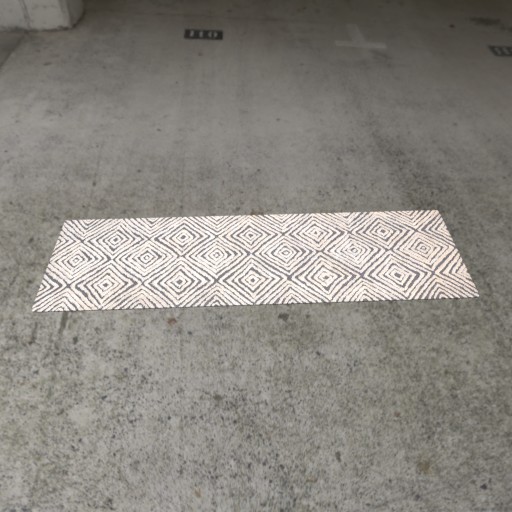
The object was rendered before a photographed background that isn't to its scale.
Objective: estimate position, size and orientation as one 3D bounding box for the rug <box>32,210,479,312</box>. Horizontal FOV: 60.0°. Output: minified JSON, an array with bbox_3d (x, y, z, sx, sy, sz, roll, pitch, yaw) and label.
[{"bbox_3d":[0.000,0.000,2.475,2.277,0.008,0.676,-2,47,-2],"label":"rug"}]
